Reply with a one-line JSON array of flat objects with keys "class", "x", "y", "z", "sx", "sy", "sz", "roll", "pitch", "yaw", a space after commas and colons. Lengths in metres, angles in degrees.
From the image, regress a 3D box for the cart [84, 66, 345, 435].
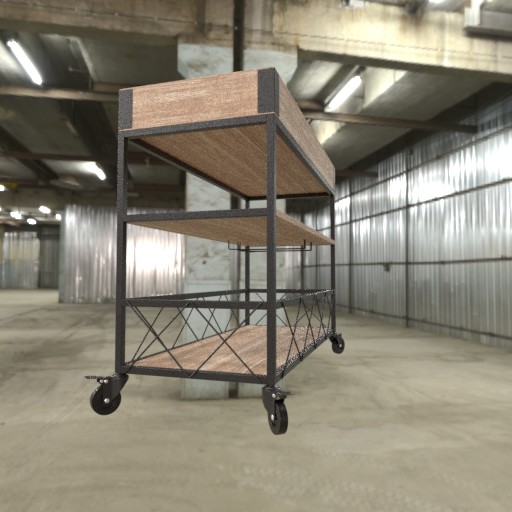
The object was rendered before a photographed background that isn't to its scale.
[{"class": "cart", "x": 0.000, "y": 0.000, "z": 1.481, "sx": 0.500, "sy": 0.787, "sz": 1.101, "roll": -1, "pitch": -3, "yaw": 18}]
